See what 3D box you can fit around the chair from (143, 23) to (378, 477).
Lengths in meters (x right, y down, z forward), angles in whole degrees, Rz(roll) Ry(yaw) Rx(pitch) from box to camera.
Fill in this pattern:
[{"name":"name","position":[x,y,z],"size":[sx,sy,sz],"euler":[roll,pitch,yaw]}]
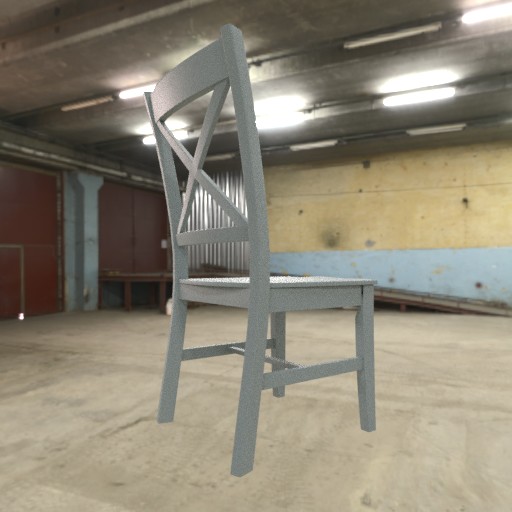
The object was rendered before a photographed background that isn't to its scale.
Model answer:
[{"name":"chair","position":[0.000,0.000,1.279],"size":[0.542,0.983,0.485],"euler":[1,-2,-36]}]
